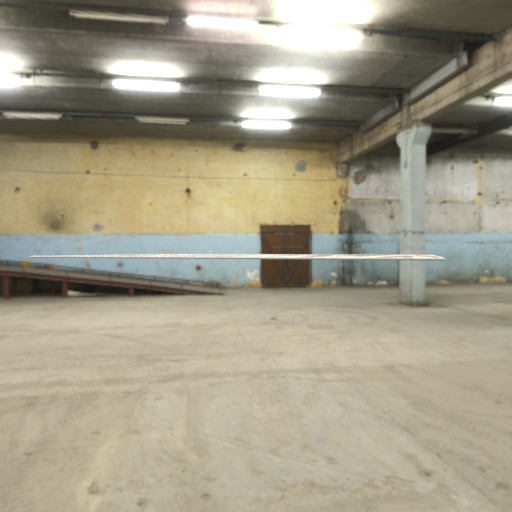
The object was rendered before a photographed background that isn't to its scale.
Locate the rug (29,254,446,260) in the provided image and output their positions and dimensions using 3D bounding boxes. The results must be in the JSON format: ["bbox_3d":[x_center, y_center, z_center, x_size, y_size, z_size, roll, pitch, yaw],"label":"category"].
[{"bbox_3d":[0.000,0.000,2.820,2.142,0.010,1.533,0,1,20],"label":"rug"}]
